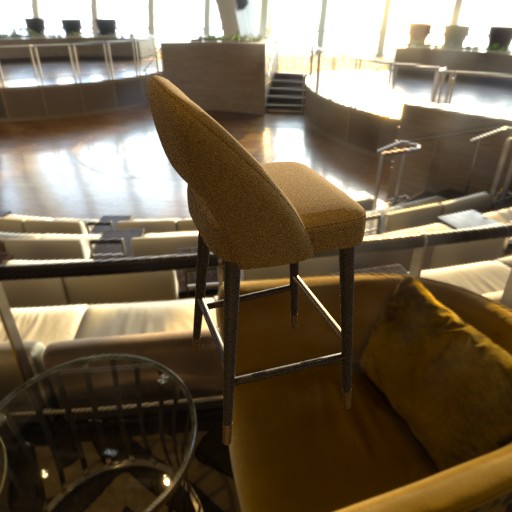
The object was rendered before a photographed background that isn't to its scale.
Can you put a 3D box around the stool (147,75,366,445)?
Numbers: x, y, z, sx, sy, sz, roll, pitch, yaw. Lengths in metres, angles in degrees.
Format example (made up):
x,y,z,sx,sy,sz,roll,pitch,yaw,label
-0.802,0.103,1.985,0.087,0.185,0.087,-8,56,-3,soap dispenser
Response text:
x,y,z,sx,sy,sz,roll,pitch,yaw,label
0.000,0.000,1.342,0.522,1.032,0.536,-10,32,-17,stool
